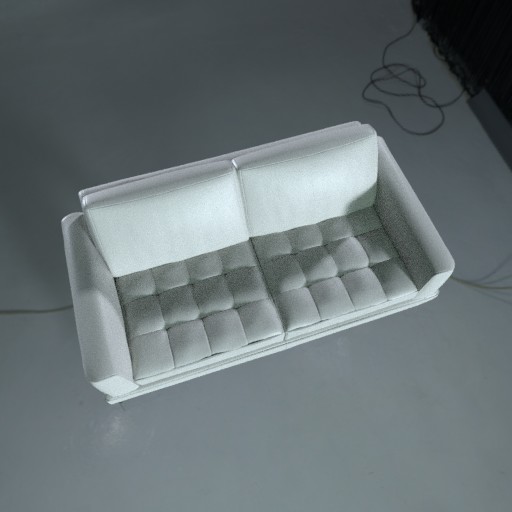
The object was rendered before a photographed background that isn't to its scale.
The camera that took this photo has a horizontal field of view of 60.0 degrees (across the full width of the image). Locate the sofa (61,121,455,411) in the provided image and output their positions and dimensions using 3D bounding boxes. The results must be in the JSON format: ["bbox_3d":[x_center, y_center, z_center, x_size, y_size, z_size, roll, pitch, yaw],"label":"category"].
[{"bbox_3d":[0.000,0.000,2.744,2.177,0.930,1.121,-16,64,-8],"label":"sofa"}]
